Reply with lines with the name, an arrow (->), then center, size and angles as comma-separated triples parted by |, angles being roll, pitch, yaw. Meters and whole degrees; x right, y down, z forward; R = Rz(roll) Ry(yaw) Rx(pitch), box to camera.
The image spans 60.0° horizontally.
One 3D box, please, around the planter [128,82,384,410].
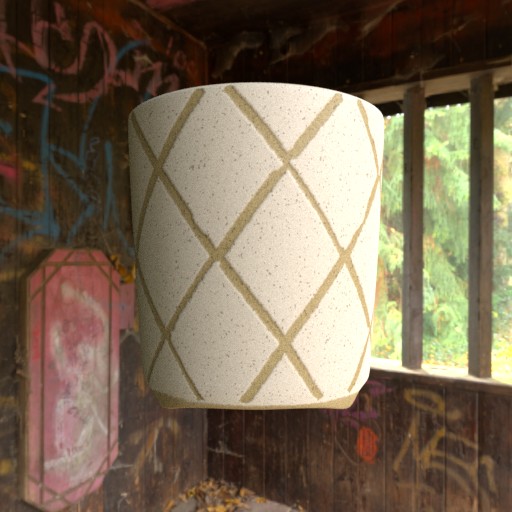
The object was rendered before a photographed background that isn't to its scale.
planter -> 0.000, 0.000, 0.410 | 0.228, 0.235, 0.228 | 0, 0, 0
